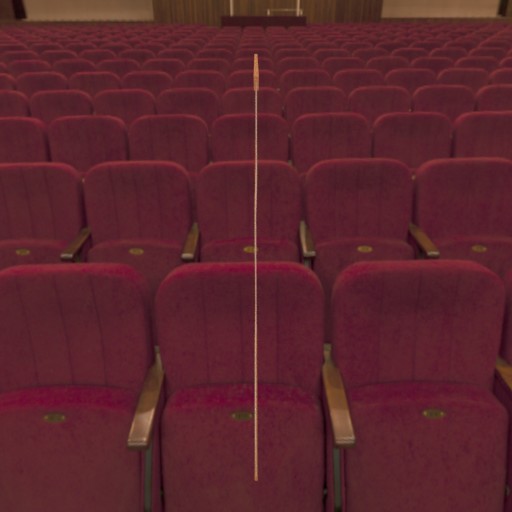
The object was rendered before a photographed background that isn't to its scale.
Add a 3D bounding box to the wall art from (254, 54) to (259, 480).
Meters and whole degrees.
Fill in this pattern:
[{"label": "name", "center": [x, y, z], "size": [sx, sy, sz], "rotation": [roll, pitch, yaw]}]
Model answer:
[{"label": "wall art", "center": [0.000, 0.000, 1.897], "size": [0.019, 1.527, 1.019], "rotation": [0, 27, 0]}]
